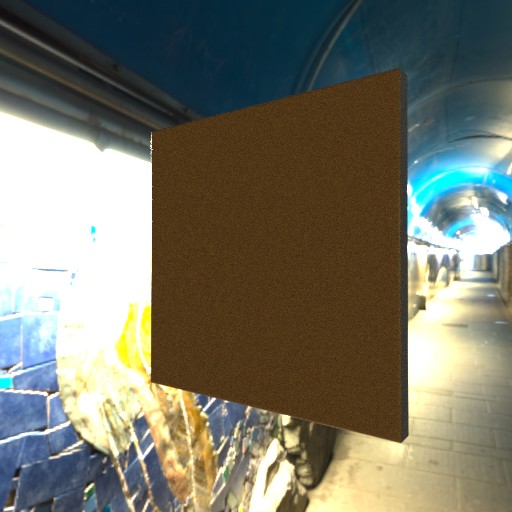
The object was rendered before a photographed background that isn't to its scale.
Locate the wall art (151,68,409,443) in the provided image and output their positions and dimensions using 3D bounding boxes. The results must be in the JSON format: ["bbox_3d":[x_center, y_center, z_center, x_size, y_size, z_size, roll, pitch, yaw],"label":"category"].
[{"bbox_3d":[0.000,0.000,1.927,1.287,1.288,0.078,0,-1,36],"label":"wall art"}]
